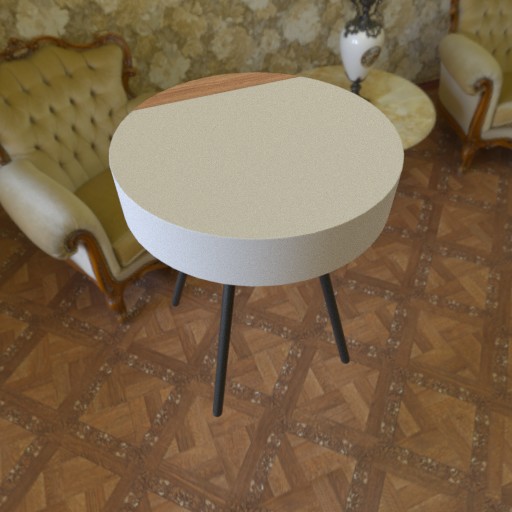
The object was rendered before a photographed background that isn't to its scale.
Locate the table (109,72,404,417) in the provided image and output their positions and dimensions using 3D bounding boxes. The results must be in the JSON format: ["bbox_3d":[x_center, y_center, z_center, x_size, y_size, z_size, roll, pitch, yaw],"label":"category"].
[{"bbox_3d":[0.000,0.000,0.858,0.450,0.525,0.450,0,47,0],"label":"table"}]
